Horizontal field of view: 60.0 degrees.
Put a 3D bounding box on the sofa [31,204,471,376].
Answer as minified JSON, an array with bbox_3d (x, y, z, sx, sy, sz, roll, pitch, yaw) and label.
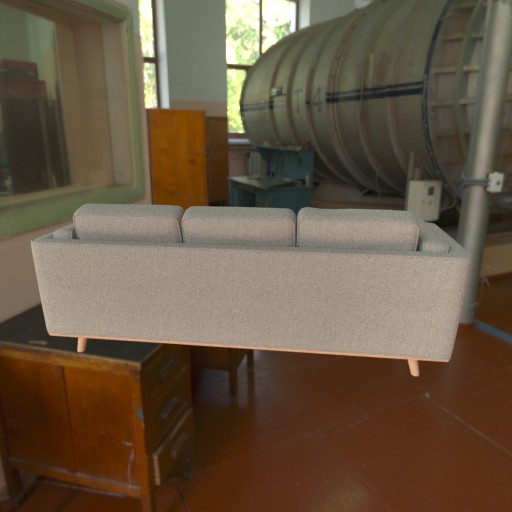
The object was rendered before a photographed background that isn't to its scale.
[{"bbox_3d":[0.000,0.000,3.159,2.411,0.929,1.604,2,16,8],"label":"sofa"}]
